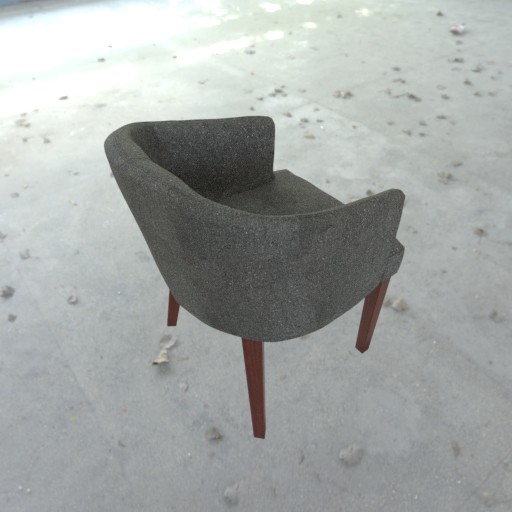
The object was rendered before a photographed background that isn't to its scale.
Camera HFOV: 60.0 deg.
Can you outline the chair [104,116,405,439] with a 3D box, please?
[{"bbox_3d":[0.000,0.000,1.246,0.655,0.811,0.583,-26,48,-27],"label":"chair"}]
